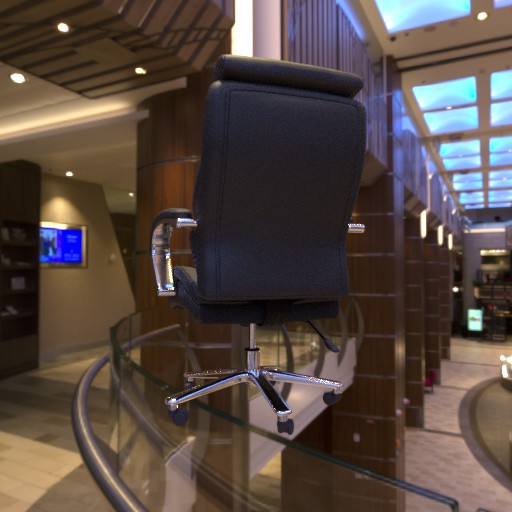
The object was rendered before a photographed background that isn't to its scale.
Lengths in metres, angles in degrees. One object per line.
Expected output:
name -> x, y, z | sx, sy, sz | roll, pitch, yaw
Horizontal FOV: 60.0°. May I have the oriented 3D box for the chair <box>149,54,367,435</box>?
chair -> 0.000, 0.000, 1.706 | 0.755, 1.183, 0.790 | 0, -1, -18
